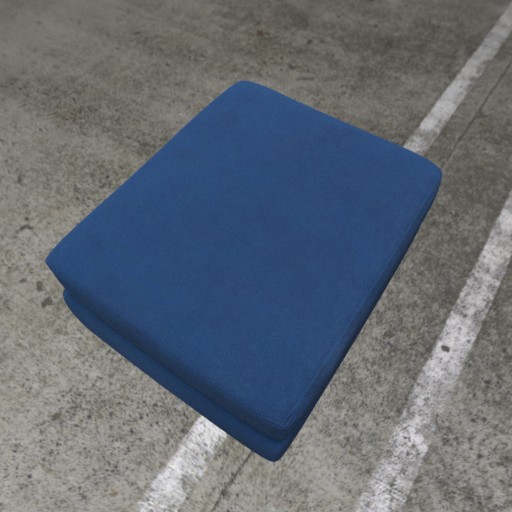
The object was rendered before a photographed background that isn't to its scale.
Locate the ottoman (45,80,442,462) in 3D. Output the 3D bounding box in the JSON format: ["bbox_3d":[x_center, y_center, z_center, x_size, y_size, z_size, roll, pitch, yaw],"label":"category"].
[{"bbox_3d":[0.000,0.000,1.182,0.655,0.485,0.794,30,63,17],"label":"ottoman"}]
